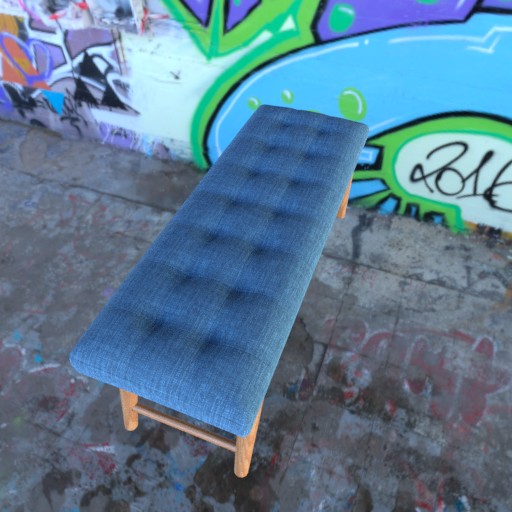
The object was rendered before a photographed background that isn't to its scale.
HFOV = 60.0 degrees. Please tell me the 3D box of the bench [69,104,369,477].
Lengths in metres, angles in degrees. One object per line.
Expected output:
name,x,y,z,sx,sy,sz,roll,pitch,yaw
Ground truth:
bench,0.000,0.000,1.337,0.406,0.432,1.118,16,49,14
